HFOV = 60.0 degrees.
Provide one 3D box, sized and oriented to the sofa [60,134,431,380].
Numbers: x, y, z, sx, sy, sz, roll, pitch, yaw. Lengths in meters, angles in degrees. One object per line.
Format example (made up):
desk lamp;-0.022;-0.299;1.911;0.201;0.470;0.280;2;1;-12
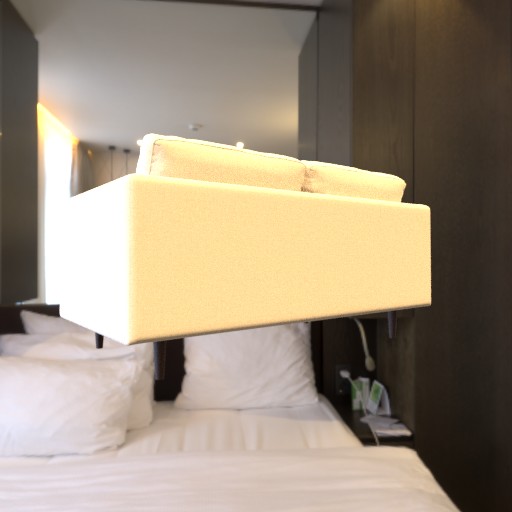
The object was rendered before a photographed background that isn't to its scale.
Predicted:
sofa;0.000;0.000;2.272;1.713;0.893;0.940;0;0;-37
